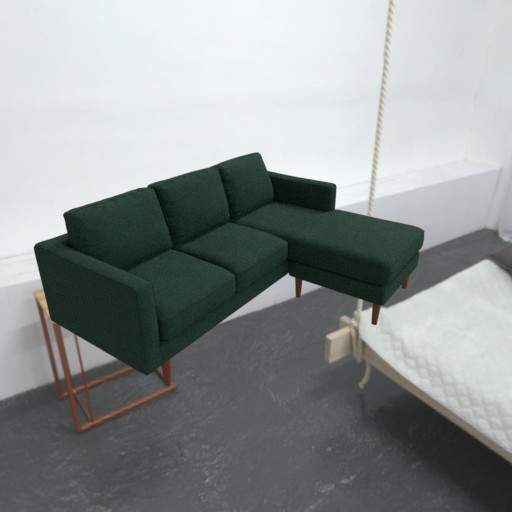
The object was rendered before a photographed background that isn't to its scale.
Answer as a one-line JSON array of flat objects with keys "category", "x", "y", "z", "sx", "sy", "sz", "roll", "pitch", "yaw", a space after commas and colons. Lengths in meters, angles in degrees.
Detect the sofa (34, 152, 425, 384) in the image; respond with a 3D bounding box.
[{"category": "sofa", "x": 0.000, "y": 0.000, "z": 2.867, "sx": 1.580, "sy": 0.899, "sz": 2.030, "roll": 18, "pitch": 31, "yaw": 32}]
